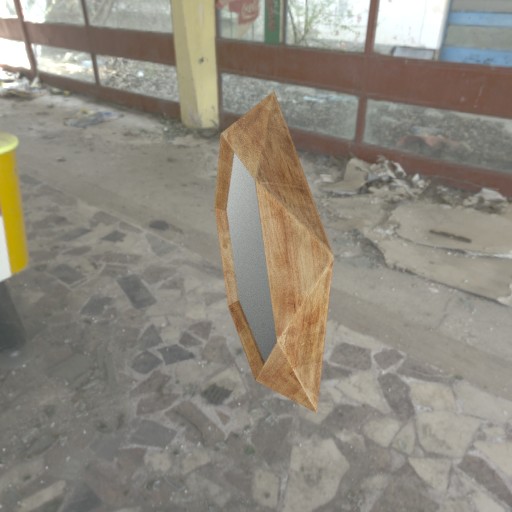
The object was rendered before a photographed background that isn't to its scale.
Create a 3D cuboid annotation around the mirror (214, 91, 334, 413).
[{"bbox_3d":[0.000,0.000,1.099,0.091,0.779,0.675,-8,33,-13],"label":"mirror"}]
